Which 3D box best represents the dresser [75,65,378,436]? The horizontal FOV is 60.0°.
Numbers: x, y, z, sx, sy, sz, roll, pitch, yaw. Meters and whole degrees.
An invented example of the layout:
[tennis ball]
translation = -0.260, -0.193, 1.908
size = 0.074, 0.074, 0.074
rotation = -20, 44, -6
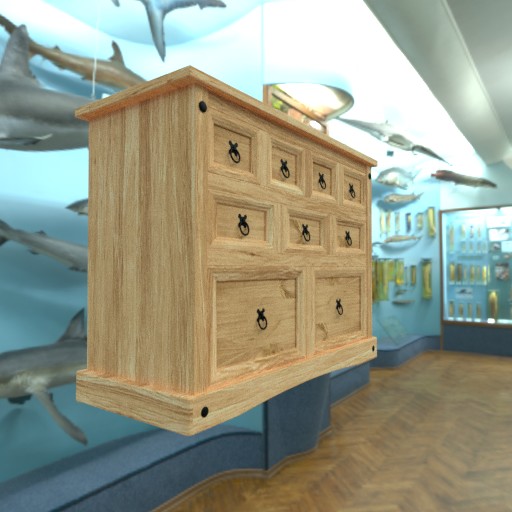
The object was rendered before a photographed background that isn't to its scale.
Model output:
[dresser]
translation = 0.000, 0.000, 1.390
size = 0.410, 0.740, 0.990
rotation = -1, -2, 37
